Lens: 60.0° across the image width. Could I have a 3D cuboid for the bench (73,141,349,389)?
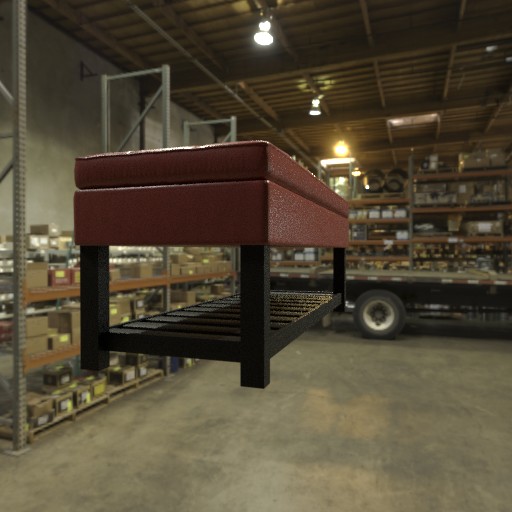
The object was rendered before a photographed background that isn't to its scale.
[{"bbox_3d":[0.000,0.000,1.361,0.432,0.460,1.105,0,1,19],"label":"bench"}]
